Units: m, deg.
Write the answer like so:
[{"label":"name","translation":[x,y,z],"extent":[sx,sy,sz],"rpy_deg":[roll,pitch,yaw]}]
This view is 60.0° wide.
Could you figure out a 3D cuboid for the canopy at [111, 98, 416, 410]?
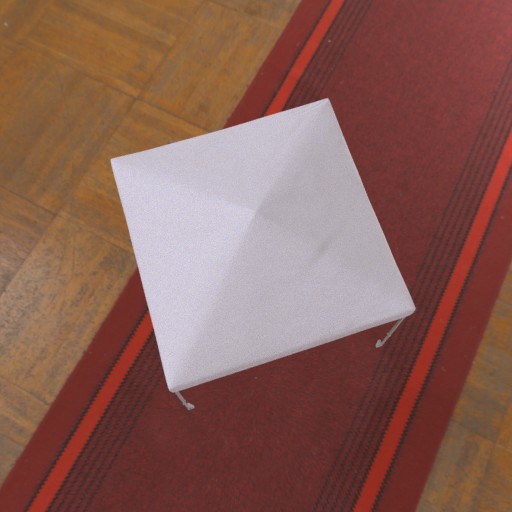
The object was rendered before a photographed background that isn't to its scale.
[{"label":"canopy","translation":[0.000,0.000,5.149],"extent":[2.850,2.850,2.849],"rpy_deg":[-17,75,-5]}]
